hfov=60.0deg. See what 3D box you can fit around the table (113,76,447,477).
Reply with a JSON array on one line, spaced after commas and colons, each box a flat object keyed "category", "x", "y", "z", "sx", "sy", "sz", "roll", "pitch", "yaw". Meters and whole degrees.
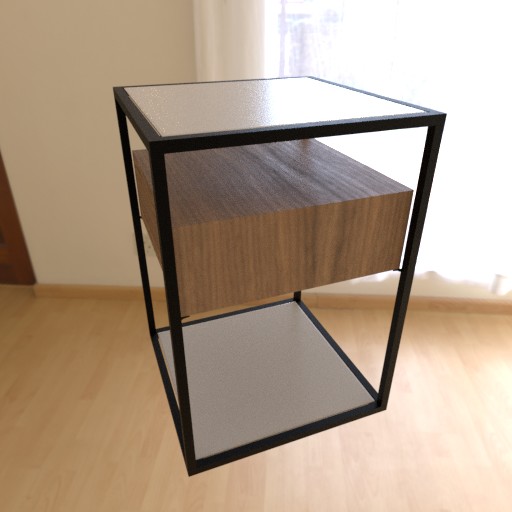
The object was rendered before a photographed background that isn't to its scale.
[{"category": "table", "x": 0.000, "y": 0.000, "z": 0.793, "sx": 0.378, "sy": 0.540, "sz": 0.378, "roll": -11, "pitch": 31, "yaw": -18}]
